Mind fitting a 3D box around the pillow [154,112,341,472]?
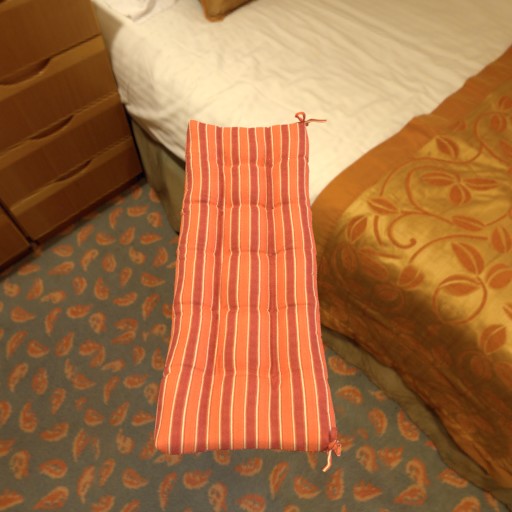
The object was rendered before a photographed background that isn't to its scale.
[{"bbox_3d":[0.000,0.000,1.360,0.511,0.174,1.194,0,59,0],"label":"pillow"}]
